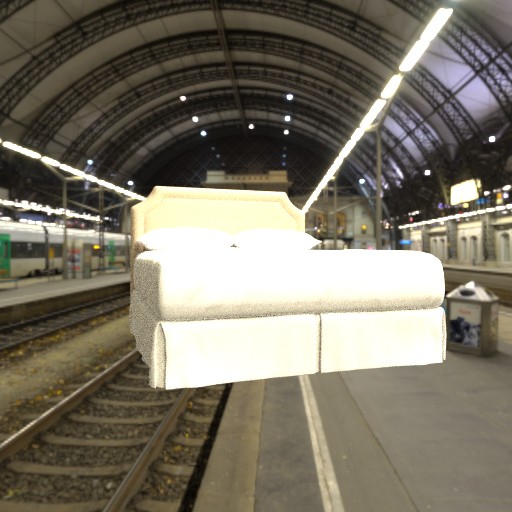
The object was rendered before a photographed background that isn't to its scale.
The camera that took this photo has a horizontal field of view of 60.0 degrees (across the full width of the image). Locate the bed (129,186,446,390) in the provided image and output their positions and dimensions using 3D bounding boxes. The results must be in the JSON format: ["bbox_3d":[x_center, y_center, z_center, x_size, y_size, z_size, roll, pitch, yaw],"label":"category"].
[{"bbox_3d":[0.000,0.000,4.015,2.134,1.524,2.548,0,1,-19],"label":"bed"}]
